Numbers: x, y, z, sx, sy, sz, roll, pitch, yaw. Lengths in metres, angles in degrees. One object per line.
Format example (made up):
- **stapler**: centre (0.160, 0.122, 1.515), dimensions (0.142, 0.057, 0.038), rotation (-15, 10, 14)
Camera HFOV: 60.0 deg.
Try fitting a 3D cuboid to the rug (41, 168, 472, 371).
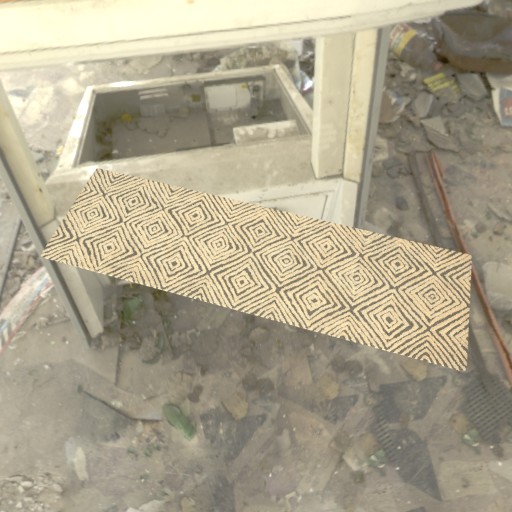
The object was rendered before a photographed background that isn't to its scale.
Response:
- **rug**: centre (0.000, 0.000, 2.439), dimensions (2.277, 0.008, 0.676), rotation (14, 60, 8)
